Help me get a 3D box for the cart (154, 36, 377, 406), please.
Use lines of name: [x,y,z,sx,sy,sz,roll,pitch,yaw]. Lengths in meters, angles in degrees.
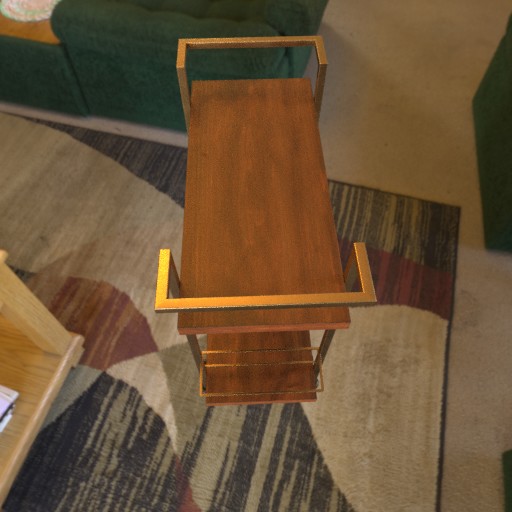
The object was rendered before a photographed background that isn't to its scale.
cart: [0.000,0.000,1.180,0.364,0.807,0.695,-2,58,-1]
